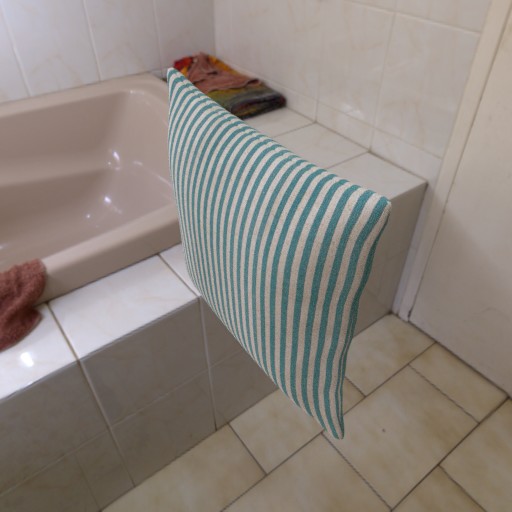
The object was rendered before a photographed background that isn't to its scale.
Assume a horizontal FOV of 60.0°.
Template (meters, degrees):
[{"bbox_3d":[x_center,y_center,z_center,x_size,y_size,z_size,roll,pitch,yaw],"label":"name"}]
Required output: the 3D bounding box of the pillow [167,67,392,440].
[{"bbox_3d":[0.000,0.000,0.784,0.166,0.510,0.523,-24,46,-25],"label":"pillow"}]
